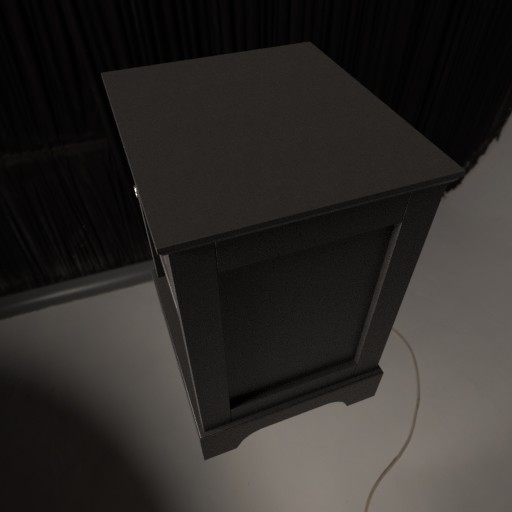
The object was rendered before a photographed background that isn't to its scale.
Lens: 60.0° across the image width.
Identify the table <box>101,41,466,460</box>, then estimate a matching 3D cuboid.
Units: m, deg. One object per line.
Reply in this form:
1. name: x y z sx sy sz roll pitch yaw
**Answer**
1. table: 0.000 0.000 0.882 0.399 0.610 0.460 -15 48 -14
